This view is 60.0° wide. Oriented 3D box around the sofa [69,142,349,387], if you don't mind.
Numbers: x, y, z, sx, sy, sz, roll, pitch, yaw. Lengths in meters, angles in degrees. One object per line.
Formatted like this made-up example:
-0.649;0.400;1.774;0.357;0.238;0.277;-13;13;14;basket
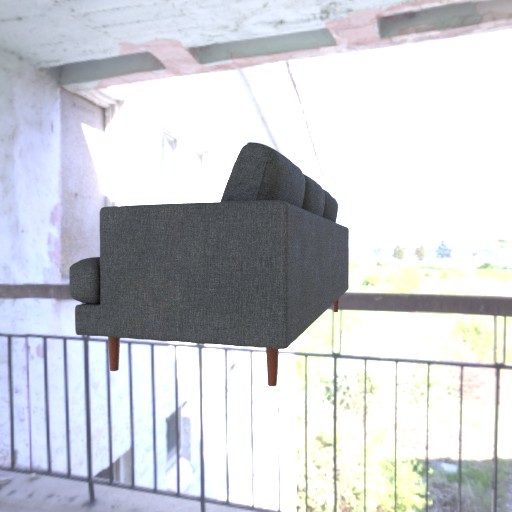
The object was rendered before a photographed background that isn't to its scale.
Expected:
0.000;0.000;2.689;0.903;0.930;2.246;0;1;17;sofa
